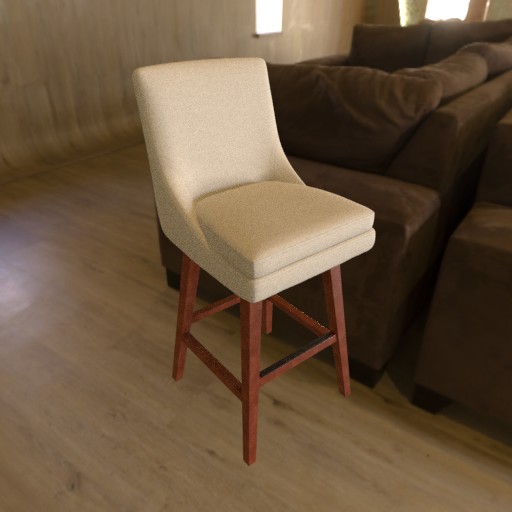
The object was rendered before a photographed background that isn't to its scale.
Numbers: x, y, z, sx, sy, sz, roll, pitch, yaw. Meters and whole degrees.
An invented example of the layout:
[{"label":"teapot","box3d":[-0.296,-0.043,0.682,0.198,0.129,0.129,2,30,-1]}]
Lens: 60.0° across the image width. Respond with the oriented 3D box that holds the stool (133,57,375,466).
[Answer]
[{"label":"stool","box3d":[0.000,0.000,1.393,0.470,1.092,0.559,-22,36,-33]}]
